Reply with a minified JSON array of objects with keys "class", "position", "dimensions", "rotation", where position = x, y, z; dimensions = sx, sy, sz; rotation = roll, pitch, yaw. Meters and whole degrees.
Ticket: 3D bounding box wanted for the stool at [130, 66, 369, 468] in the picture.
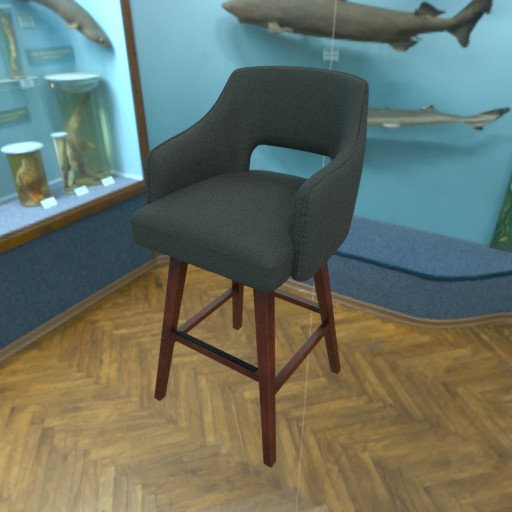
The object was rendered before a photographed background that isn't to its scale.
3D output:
[{"class":"stool","position":[0.000,0.000,1.346],"dimensions":[0.548,1.012,0.558],"rotation":[18,35,29]}]
